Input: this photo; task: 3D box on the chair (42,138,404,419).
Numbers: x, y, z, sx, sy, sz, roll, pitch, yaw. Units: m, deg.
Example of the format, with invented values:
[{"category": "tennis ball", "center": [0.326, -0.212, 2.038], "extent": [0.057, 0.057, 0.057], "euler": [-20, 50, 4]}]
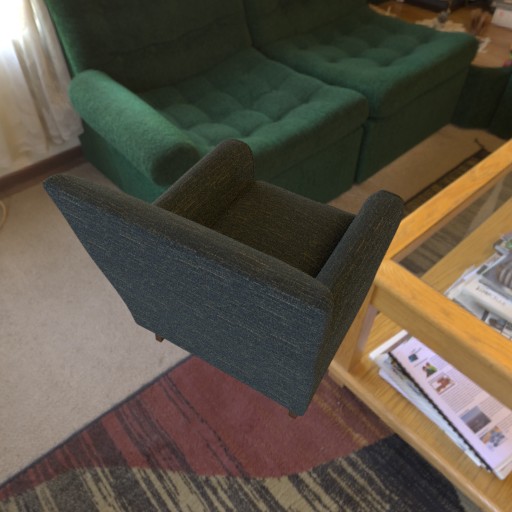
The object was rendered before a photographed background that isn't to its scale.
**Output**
[{"category": "chair", "center": [0.000, 0.000, 1.644], "extent": [0.864, 0.928, 0.873], "euler": [24, 51, 21]}]
